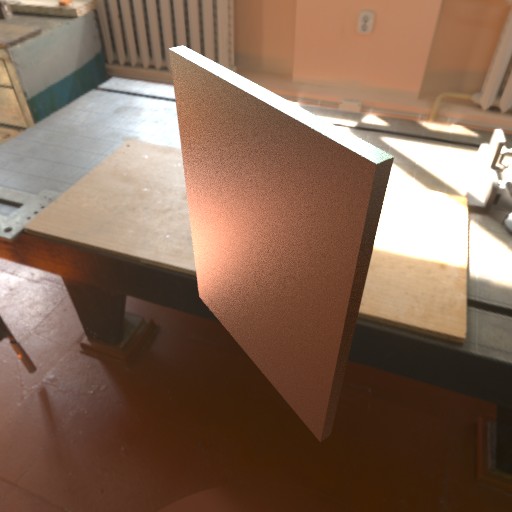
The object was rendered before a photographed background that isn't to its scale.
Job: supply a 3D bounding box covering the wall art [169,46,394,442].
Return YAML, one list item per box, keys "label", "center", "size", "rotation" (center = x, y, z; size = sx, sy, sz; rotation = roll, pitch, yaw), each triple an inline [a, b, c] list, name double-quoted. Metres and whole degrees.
- label: "wall art"
  center: [0.000, 0.000, 0.760]
  size: [0.025, 0.569, 0.444]
  rotation: [-25, 47, -26]
